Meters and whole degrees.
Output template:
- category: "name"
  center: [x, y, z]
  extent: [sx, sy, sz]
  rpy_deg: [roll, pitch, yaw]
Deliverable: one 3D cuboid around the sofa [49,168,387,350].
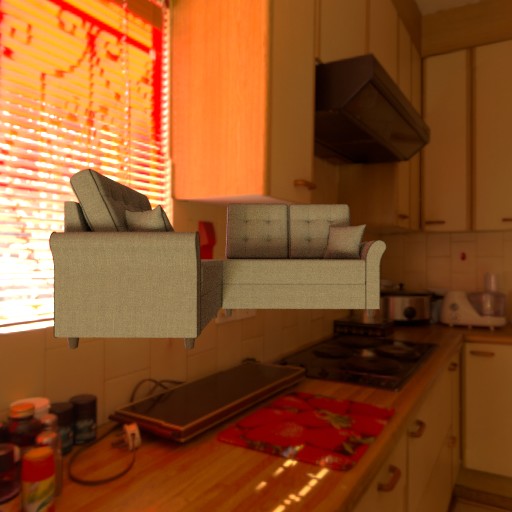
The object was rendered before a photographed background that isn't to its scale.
- category: "sofa"
  center: [0.000, 0.000, 3.266]
  extent: [2.070, 0.988, 2.068]
  rpy_deg: [0, 0, 1]
